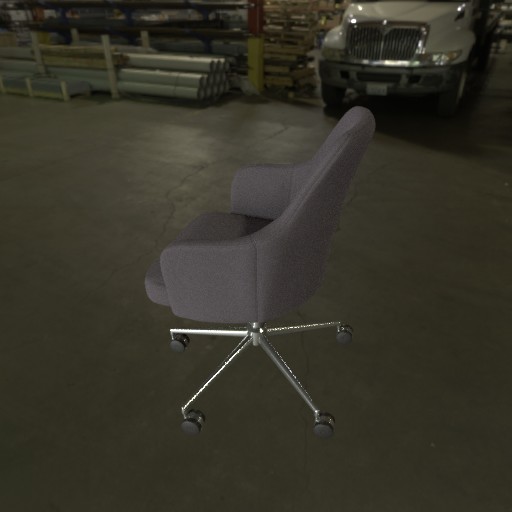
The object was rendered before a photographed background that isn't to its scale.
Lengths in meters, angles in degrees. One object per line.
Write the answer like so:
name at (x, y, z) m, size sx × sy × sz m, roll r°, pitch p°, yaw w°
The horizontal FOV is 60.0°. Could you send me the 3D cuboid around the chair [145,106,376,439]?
chair at (0.000, 0.000, 1.278) m, size 0.600 × 0.820 × 0.655 m, roll 8°, pitch 31°, yaw 13°
